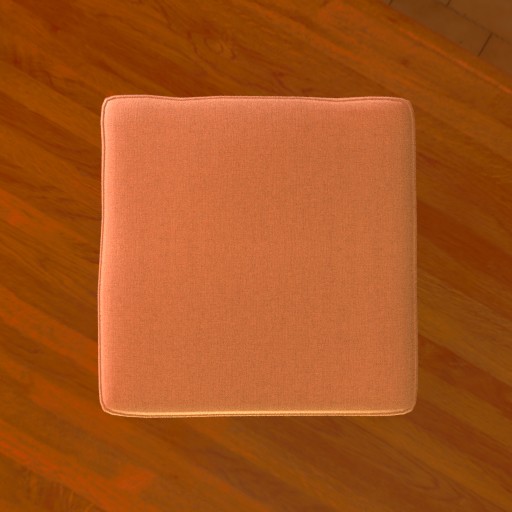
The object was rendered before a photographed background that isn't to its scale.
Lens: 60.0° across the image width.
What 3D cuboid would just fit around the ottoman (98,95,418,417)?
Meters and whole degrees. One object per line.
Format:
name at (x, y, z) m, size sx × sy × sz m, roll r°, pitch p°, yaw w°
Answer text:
ottoman at (0.000, 0.000, 1.334) m, size 0.838 × 0.503 × 0.838 m, roll 0°, pitch 89°, yaw -1°
